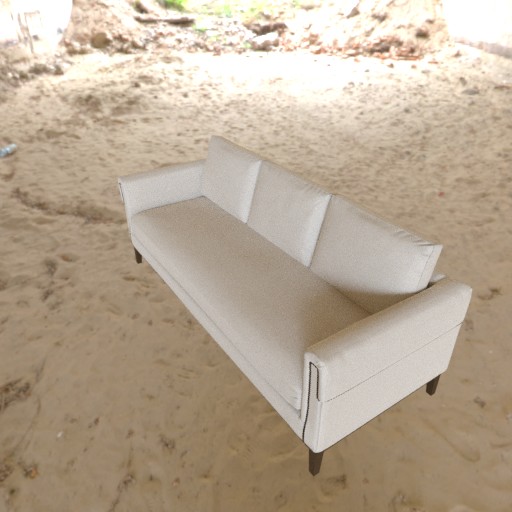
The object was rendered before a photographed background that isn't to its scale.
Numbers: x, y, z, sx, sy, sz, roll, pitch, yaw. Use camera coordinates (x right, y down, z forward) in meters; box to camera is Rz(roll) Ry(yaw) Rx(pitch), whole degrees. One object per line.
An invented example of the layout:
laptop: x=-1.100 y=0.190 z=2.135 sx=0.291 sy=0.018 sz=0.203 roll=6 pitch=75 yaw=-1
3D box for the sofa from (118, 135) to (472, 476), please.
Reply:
sofa: x=0.000 y=0.000 z=2.652 sx=0.902 sy=0.911 sz=2.198 roll=-19 pitch=36 yaw=-28
